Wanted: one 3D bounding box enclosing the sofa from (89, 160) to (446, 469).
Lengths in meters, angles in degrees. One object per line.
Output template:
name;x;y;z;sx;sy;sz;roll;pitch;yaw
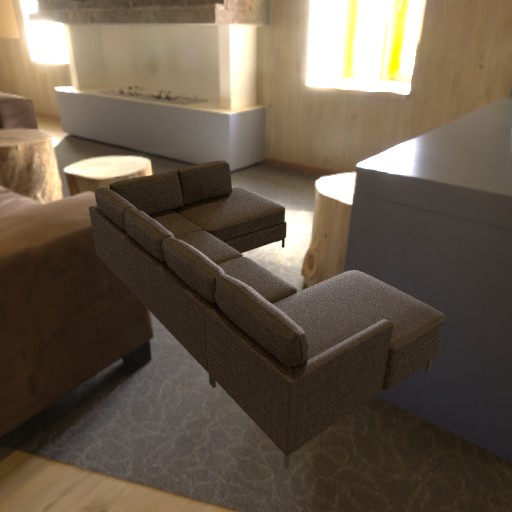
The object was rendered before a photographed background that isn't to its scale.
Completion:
sofa;0.000;0.000;4.270;2.048;0.999;3.423;-19;33;-32
